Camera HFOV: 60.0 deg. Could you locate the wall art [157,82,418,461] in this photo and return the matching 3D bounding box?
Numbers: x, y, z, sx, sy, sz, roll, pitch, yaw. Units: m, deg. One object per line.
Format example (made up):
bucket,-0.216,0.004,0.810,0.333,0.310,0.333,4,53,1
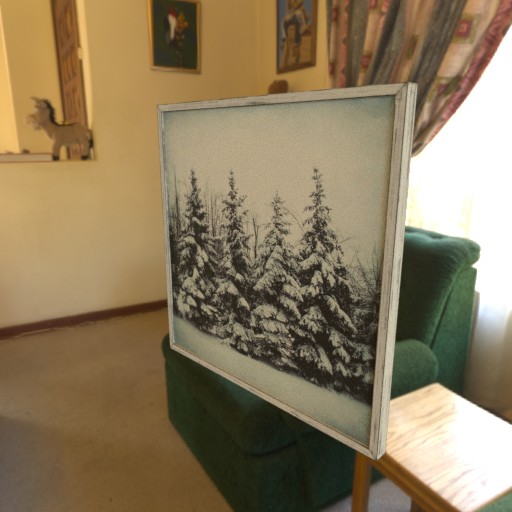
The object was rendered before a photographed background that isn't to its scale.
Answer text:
wall art,0.000,0.000,1.121,0.761,0.761,0.037,14,20,43
